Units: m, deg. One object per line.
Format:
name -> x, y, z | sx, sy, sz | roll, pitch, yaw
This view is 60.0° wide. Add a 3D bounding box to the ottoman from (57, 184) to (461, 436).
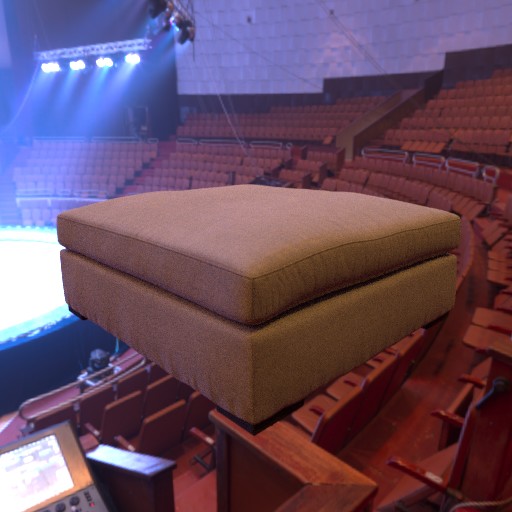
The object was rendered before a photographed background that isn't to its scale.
ottoman -> 0.000, 0.000, 1.784 | 1.171, 0.517, 1.203 | -14, 20, -42
